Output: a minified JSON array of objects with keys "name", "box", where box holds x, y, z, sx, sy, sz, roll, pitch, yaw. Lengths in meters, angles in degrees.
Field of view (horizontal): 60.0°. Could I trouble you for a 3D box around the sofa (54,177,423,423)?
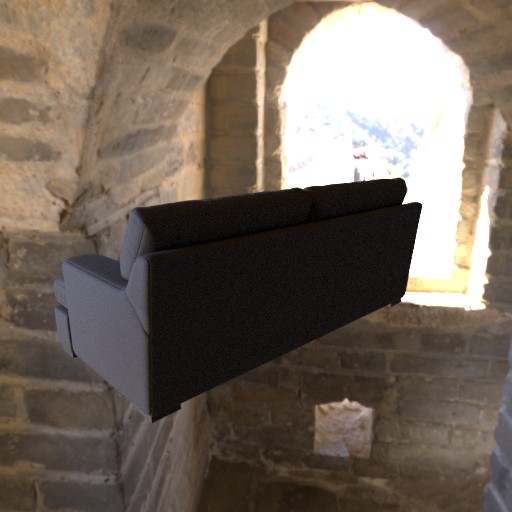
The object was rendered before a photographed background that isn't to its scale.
[{"name":"sofa","box":[0.000,0.000,2.861,2.271,0.950,1.140,-14,20,-42]}]
